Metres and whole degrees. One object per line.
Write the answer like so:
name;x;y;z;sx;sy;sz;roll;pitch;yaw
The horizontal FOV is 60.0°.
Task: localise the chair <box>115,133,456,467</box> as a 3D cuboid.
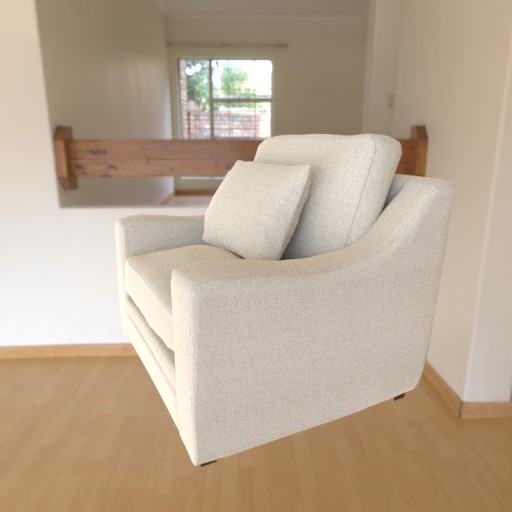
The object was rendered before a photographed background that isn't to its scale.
chair;0.000;0.000;1.909;1.009;1.016;1.178;-7;17;-26
